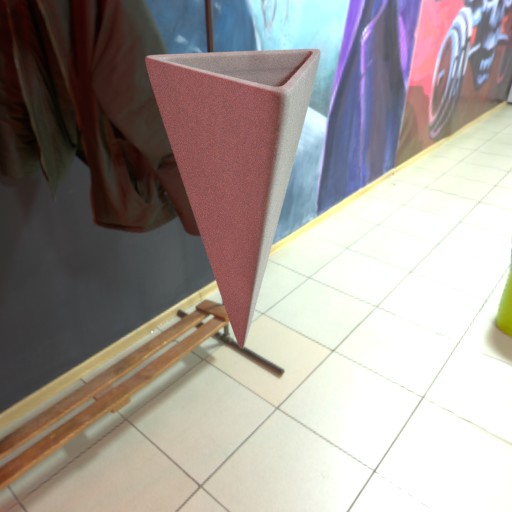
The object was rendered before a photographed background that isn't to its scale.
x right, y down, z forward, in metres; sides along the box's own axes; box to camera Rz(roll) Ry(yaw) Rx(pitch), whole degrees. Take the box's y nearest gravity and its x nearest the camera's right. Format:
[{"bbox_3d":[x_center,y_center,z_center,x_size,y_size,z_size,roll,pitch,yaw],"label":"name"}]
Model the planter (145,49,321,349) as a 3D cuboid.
[{"bbox_3d":[0.000,0.000,0.160,0.058,0.130,0.047,-9,33,-15],"label":"planter"}]
